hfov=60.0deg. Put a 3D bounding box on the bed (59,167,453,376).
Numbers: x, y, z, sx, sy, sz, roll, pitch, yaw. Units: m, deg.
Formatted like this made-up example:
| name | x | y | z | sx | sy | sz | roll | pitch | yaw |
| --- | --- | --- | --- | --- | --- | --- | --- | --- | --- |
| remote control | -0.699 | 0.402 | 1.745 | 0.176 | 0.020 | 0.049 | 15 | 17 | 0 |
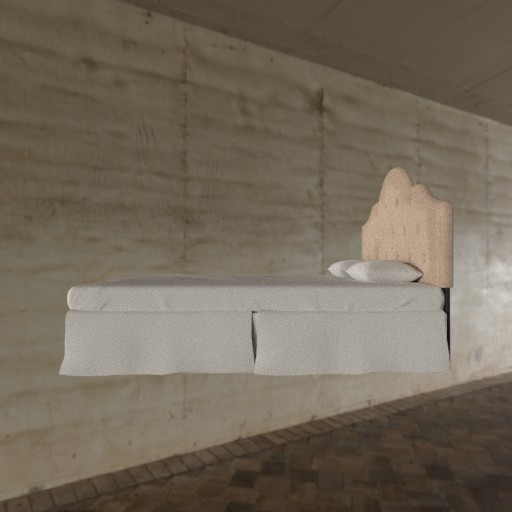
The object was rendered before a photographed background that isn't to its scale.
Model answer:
| name | x | y | z | sx | sy | sz | roll | pitch | yaw |
| --- | --- | --- | --- | --- | --- | --- | --- | --- | --- |
| bed | 0.000 | 0.000 | 2.987 | 1.970 | 1.194 | 1.667 | 0 | -1 | 0 |
